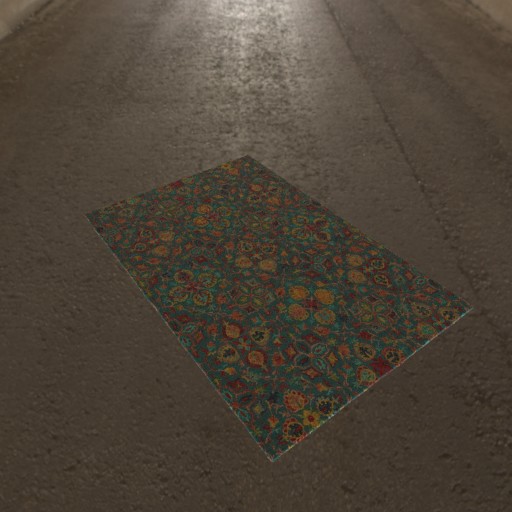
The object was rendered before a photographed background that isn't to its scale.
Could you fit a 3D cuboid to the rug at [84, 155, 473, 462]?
[{"bbox_3d":[0.000,0.000,2.980,1.527,0.016,2.290,-26,48,-26],"label":"rug"}]
